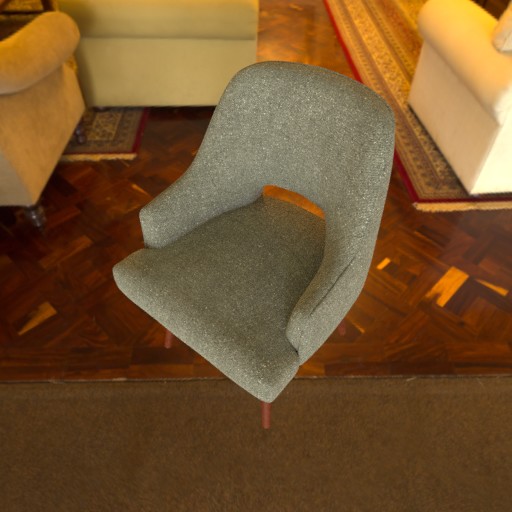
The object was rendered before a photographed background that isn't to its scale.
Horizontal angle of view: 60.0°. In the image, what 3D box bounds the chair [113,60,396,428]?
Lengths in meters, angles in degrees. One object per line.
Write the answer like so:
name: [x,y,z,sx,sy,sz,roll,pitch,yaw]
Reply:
chair: [0.000,0.000,1.283,0.608,0.875,0.629,31,54,26]
